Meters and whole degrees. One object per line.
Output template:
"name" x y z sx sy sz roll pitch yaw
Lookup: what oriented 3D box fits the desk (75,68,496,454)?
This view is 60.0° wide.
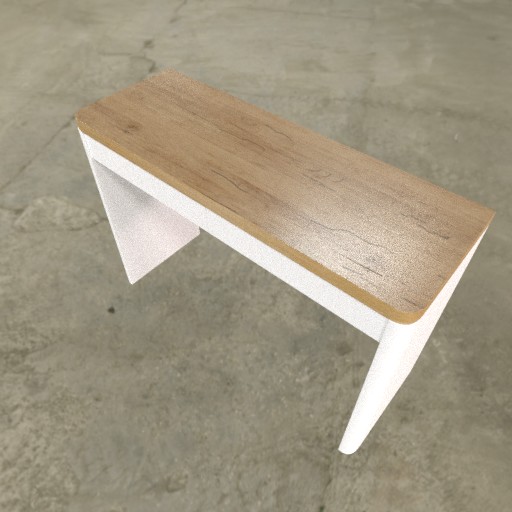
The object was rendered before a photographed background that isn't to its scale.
"desk" 0.000 0.000 1.427 1.100 0.760 0.390 32 55 26
